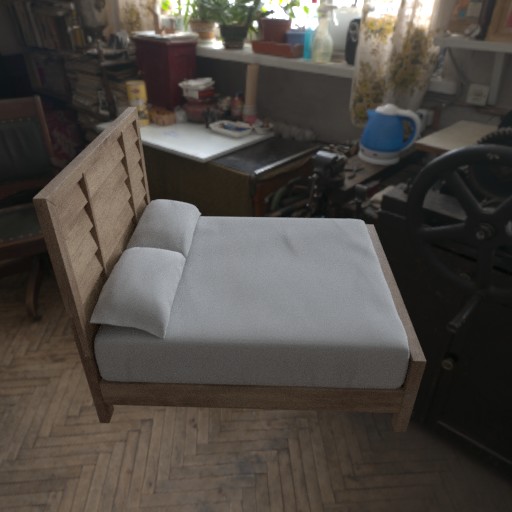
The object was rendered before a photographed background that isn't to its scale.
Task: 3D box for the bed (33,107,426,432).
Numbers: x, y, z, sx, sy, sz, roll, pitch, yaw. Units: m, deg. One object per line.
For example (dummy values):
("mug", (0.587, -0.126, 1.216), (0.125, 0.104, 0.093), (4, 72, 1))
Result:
("bed", (0.000, 0.000, 3.133), (2.017, 1.631, 1.615), (1, 33, 2))
